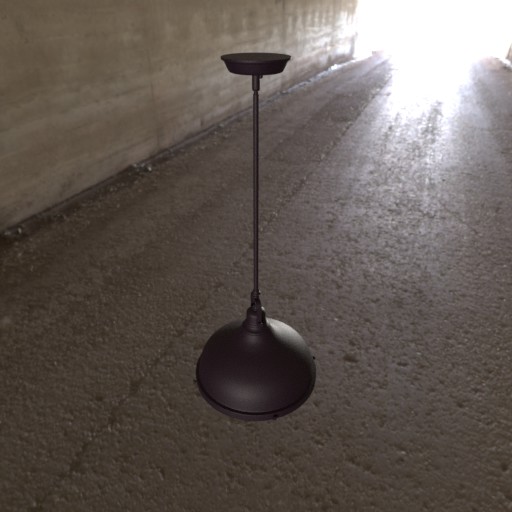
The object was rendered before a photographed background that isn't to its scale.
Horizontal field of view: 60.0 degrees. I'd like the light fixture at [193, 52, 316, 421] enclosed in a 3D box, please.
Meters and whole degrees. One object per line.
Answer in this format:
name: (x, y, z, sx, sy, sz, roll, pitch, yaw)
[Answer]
light fixture: (0.000, 0.000, 1.027, 0.341, 0.849, 0.341, -8, 31, -13)
